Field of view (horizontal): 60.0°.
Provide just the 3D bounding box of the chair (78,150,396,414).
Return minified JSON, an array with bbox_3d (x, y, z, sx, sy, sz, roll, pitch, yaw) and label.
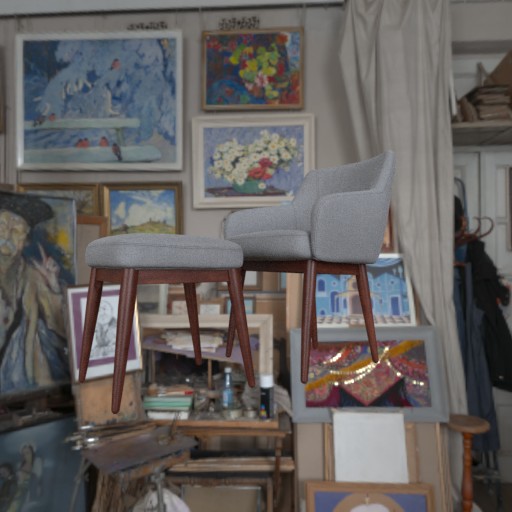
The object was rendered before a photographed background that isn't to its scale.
[{"bbox_3d":[0.000,0.000,1.559,1.107,0.799,0.584,1,-1,-34],"label":"chair"}]
